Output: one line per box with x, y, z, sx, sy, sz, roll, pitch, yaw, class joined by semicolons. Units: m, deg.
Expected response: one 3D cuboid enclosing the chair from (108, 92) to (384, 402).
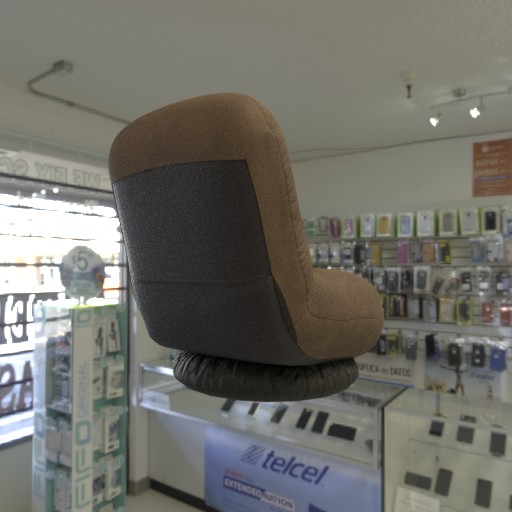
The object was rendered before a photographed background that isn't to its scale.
0.000;0.000;1.052;0.521;0.594;0.597;-1;-2;37;chair
